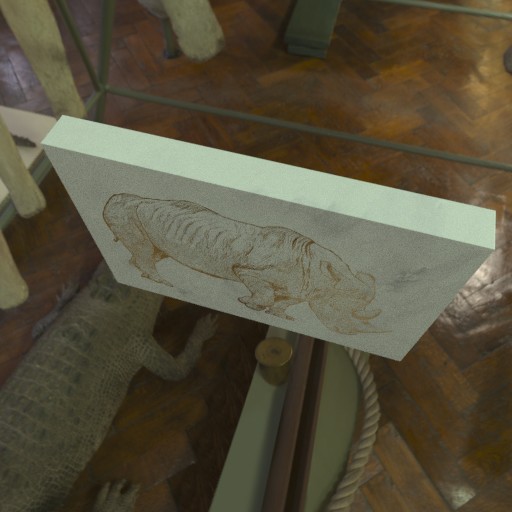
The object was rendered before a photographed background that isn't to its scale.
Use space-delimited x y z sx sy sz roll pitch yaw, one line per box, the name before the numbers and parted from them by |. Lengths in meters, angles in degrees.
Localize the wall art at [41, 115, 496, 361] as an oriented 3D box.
wall art | 0.000 0.000 0.474 0.381 0.254 0.038 14 59 9
